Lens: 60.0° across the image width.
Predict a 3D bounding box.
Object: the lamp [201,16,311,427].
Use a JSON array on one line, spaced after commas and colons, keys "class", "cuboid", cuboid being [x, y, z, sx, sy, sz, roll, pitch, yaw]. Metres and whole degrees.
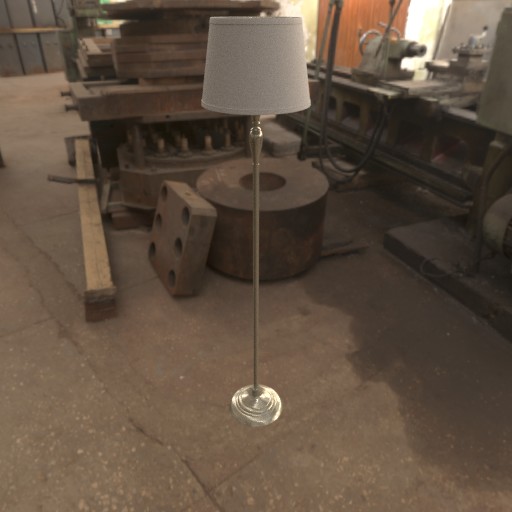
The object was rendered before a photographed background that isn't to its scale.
[{"class": "lamp", "cuboid": [0.000, 0.000, 1.588, 0.327, 1.506, 0.327, -20, 35, -31]}]
